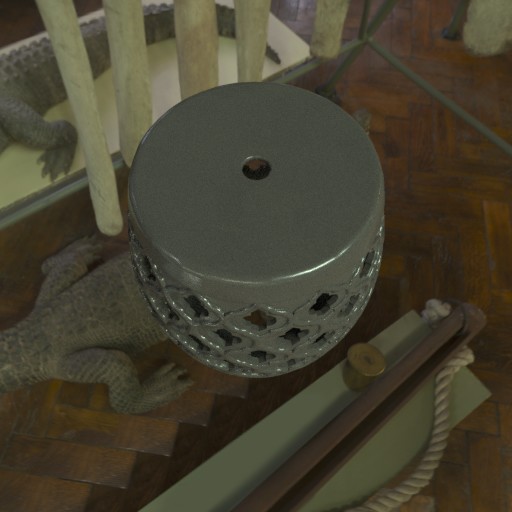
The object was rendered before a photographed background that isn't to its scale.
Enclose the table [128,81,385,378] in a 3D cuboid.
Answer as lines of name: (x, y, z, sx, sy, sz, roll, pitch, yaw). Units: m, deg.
table: (0.000, 0.000, 0.622, 0.325, 0.388, 0.325, 0, 62, 0)
